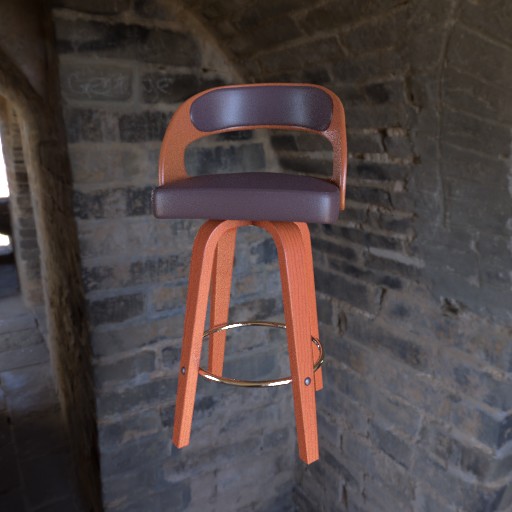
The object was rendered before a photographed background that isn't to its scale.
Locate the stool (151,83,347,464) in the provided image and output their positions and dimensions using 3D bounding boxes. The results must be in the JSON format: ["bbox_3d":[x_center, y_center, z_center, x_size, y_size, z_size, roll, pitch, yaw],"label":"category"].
[{"bbox_3d":[0.000,0.000,1.209,0.457,0.940,0.457,2,14,10],"label":"stool"}]
